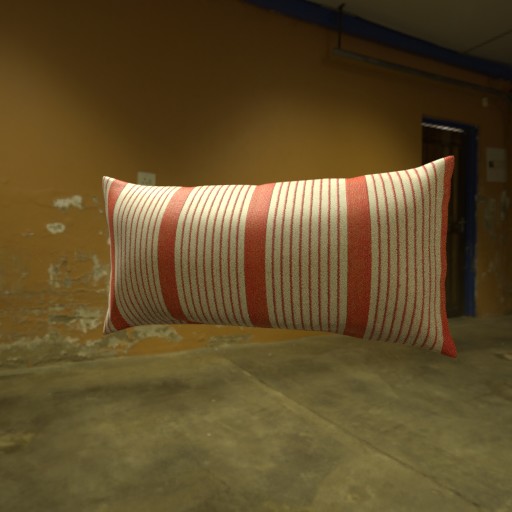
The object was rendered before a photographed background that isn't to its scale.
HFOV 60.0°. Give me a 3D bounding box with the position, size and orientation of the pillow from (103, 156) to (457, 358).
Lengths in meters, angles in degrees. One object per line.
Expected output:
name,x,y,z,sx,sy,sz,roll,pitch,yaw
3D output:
pillow,0.000,0.000,0.732,0.608,0.297,0.151,0,0,19
